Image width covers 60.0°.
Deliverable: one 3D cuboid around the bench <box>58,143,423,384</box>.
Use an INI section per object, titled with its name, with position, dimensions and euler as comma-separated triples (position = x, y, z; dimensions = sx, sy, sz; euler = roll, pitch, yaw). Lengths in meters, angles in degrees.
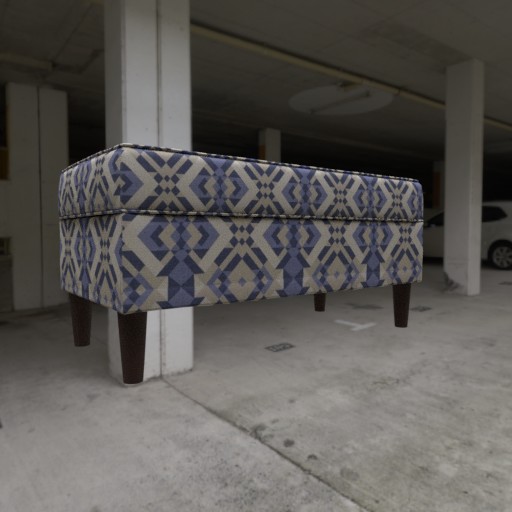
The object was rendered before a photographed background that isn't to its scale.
[bench]
position = 0.000, 0.000, 1.326
dimensions = 1.016, 0.477, 0.492
euler = -2, 3, -37
